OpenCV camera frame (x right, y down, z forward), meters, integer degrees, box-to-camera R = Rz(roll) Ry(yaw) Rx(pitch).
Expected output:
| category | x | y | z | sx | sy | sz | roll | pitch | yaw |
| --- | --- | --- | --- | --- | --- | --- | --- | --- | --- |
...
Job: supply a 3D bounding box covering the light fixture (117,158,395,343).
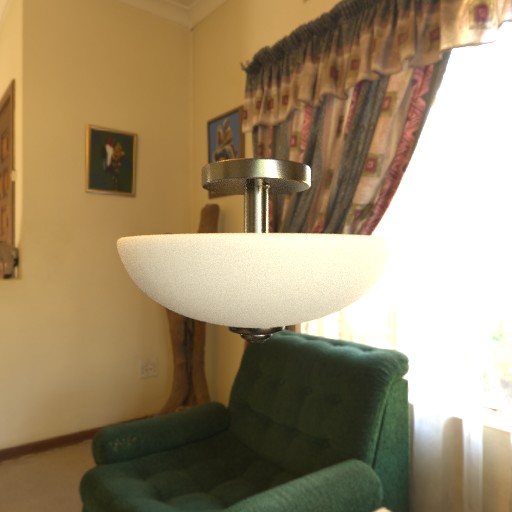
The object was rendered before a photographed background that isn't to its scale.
| category | x | y | z | sx | sy | sz | roll | pitch | yaw |
| --- | --- | --- | --- | --- | --- | --- | --- | --- | --- |
| light fixture | 0.000 | 0.000 | 0.551 | 0.330 | 0.214 | 0.330 | 0 | 0 | 0 |
